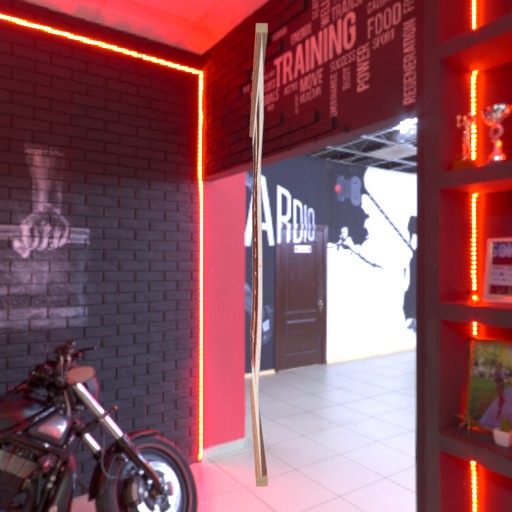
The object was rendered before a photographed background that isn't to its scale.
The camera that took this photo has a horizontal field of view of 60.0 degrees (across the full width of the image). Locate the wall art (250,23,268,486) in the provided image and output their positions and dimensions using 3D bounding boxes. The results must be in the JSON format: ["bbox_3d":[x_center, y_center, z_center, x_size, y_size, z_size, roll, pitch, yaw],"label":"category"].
[{"bbox_3d":[0.000,0.000,0.689,0.013,0.508,0.406,0,-1,-2],"label":"wall art"}]
